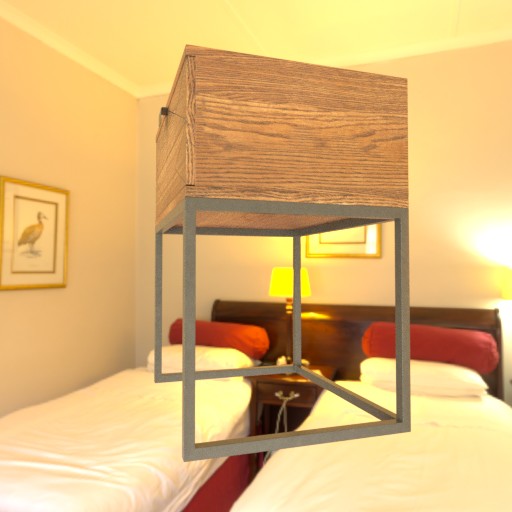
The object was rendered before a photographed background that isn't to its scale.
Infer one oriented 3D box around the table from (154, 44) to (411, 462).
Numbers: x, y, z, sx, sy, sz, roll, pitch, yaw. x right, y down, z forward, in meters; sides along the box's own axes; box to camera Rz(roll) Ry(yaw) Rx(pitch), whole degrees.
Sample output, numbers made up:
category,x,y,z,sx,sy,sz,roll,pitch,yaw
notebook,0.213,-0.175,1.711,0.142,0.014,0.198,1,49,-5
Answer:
category,x,y,z,sx,sy,sz,roll,pitch,yaw
table,0.000,0.000,0.931,0.400,0.610,0.482,1,-2,-18
